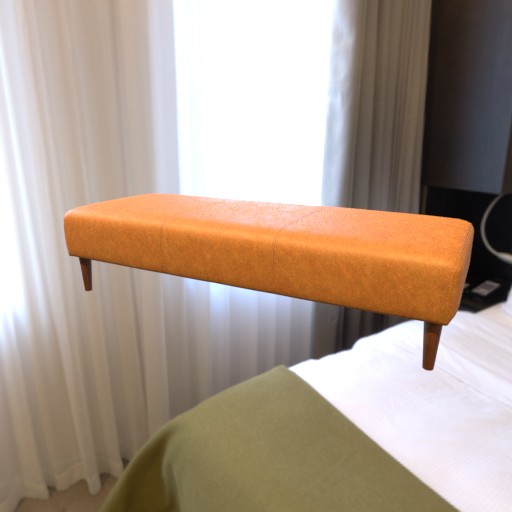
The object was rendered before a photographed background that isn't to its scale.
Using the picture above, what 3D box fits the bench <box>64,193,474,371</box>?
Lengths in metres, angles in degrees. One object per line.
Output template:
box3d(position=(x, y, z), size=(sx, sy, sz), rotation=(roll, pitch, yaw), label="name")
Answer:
box3d(position=(0.000, 0.000, 1.874), size=(1.610, 0.399, 0.653), rotation=(8, 18, 27), label="bench")
